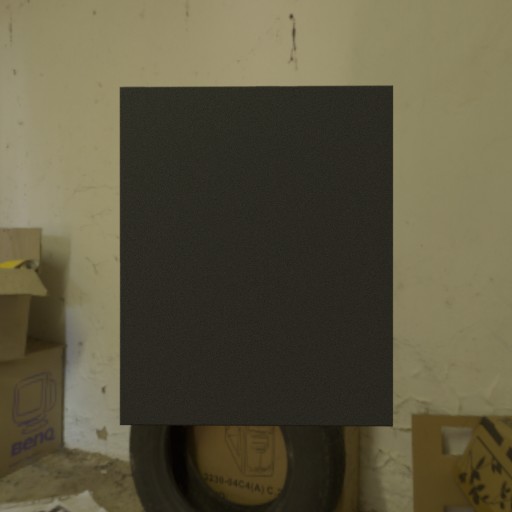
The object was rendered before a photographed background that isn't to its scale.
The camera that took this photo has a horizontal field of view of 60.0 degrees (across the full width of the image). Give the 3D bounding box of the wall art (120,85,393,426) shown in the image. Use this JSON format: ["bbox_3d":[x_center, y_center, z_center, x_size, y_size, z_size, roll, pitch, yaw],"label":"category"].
[{"bbox_3d":[0.000,0.000,0.813,0.489,0.608,0.040,0,0,1],"label":"wall art"}]
